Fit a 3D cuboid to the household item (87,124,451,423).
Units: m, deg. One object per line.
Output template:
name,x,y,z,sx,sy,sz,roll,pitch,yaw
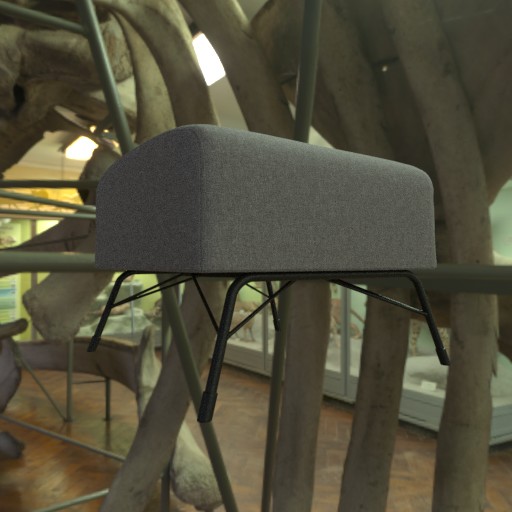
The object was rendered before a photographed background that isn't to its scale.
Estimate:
household item,0.000,0.000,0.898,0.530,0.410,0.530,1,-1,-35
